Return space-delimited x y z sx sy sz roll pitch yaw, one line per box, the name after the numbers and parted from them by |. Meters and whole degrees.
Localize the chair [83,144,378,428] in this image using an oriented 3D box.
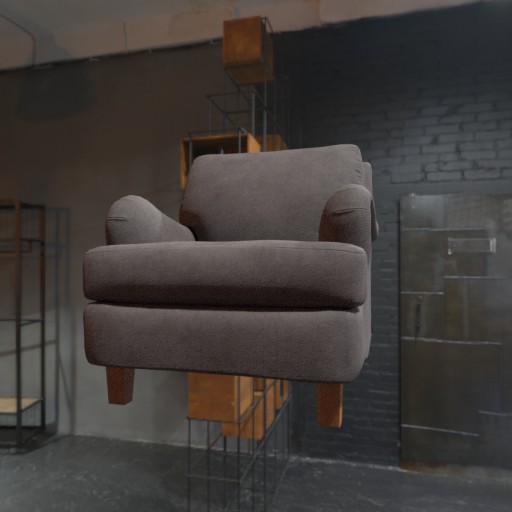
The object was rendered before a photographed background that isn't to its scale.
0.000 0.000 1.804 0.955 0.997 1.070 0 -1 17 | chair
